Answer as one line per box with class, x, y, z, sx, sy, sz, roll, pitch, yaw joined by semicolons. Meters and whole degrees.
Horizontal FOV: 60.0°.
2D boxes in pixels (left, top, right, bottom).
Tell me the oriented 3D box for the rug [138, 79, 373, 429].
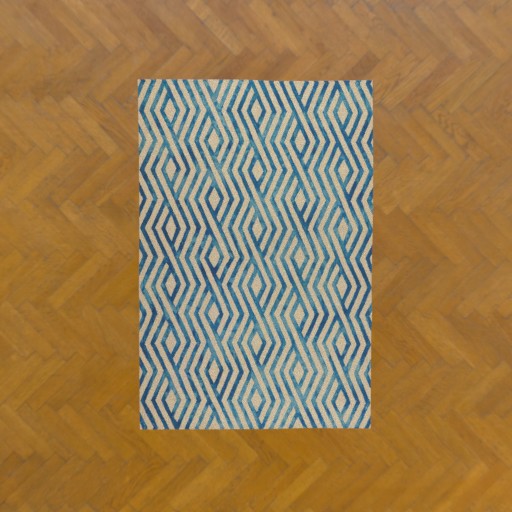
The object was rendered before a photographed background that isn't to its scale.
rug;0.000;0.000;2.323;1.225;0.008;1.830;0;91;-1
